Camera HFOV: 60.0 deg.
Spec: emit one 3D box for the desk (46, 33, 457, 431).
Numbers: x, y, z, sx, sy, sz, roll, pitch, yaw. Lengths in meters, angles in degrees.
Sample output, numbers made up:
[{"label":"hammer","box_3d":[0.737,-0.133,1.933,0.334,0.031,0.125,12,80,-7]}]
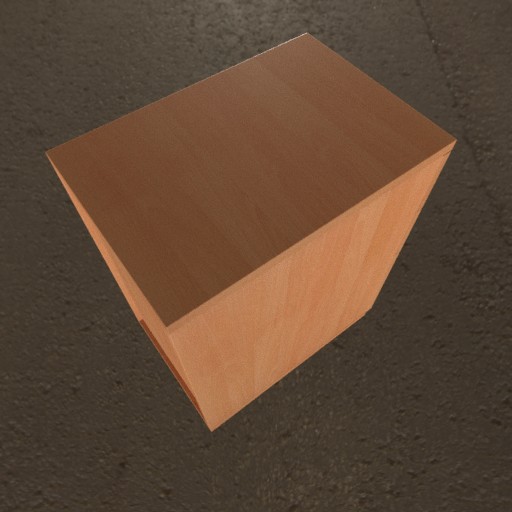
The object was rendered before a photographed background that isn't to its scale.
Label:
[{"label":"desk","box_3d":[0.000,0.000,1.078,0.600,0.730,0.404,-32,63,-19]}]
